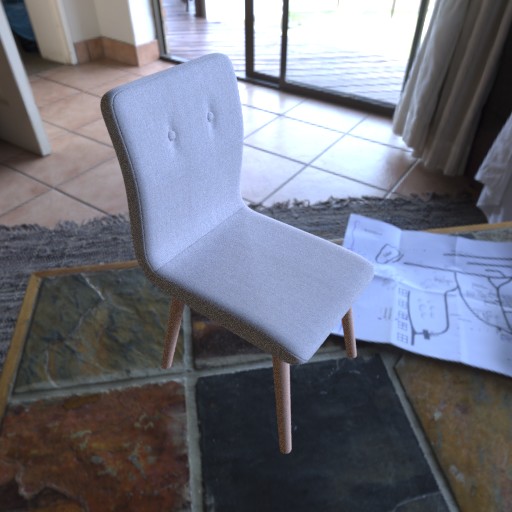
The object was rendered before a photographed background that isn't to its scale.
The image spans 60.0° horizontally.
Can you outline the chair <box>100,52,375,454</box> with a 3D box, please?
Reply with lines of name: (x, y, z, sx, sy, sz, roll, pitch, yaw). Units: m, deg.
chair: (0.000, 0.000, 1.198, 0.550, 0.885, 0.435, 25, 46, 27)
